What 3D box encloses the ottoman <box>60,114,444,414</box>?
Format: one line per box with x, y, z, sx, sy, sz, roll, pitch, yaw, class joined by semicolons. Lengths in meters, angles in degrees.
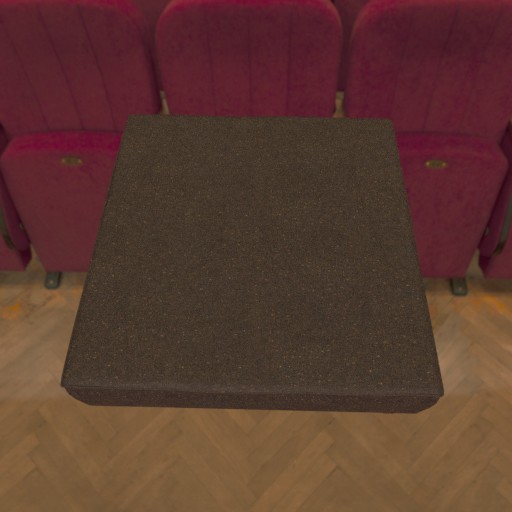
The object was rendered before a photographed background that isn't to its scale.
0.000;0.000;1.501;0.968;0.382;1.004;1;59;1;ottoman
